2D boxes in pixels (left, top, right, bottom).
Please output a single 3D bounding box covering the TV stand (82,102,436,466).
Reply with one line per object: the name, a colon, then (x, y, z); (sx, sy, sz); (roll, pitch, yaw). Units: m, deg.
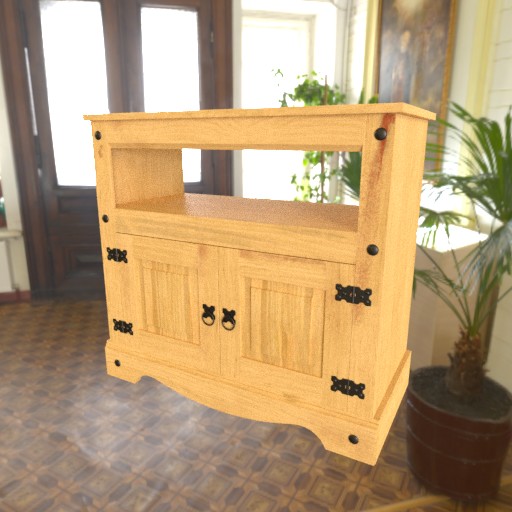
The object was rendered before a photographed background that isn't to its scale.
TV stand: (0.000, 0.000, 1.288); (0.851, 0.787, 0.430); (8, 17, 28)
